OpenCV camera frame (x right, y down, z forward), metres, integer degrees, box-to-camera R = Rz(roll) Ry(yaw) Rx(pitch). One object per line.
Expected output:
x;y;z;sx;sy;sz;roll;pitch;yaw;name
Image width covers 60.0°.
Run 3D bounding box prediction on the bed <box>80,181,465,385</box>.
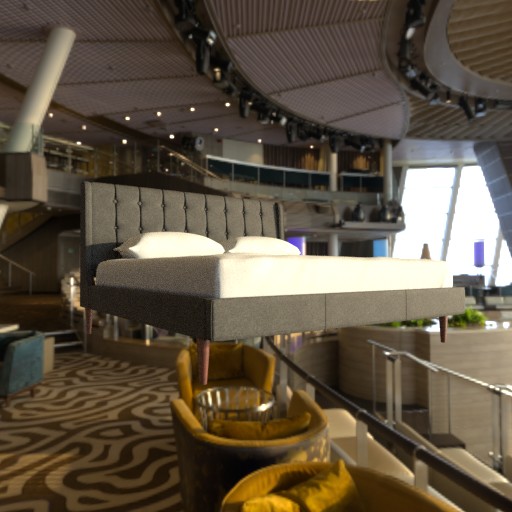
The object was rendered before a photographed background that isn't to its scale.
0.000;0.000;2.537;1.531;0.933;1.638;1;-2;-36;bed
